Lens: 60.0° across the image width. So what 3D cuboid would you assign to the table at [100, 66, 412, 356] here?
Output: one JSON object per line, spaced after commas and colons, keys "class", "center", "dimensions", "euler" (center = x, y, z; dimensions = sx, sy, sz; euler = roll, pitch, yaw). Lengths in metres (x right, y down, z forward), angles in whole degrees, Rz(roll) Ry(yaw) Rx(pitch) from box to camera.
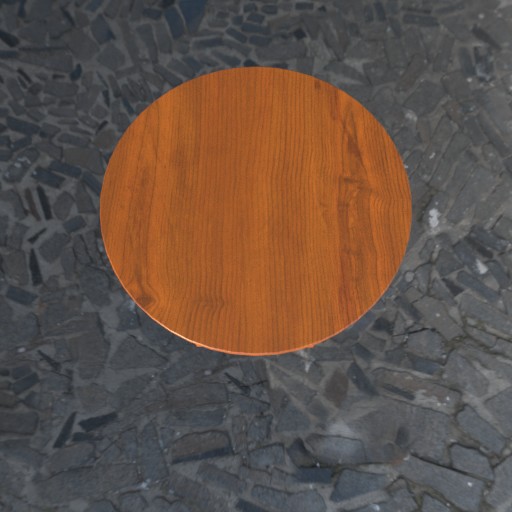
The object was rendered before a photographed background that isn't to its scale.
{"class": "table", "center": [0.000, 0.000, 0.942], "dimensions": [0.457, 0.610, 0.457], "euler": [0, 73, 0]}
